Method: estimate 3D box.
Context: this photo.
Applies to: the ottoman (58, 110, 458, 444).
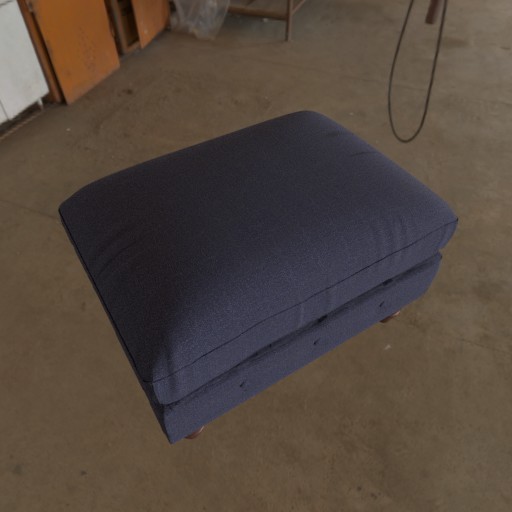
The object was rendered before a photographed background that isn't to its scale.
[{"bbox_3d":[0.000,0.000,1.115,0.767,0.486,0.558,-25,52,-21],"label":"ottoman"}]
